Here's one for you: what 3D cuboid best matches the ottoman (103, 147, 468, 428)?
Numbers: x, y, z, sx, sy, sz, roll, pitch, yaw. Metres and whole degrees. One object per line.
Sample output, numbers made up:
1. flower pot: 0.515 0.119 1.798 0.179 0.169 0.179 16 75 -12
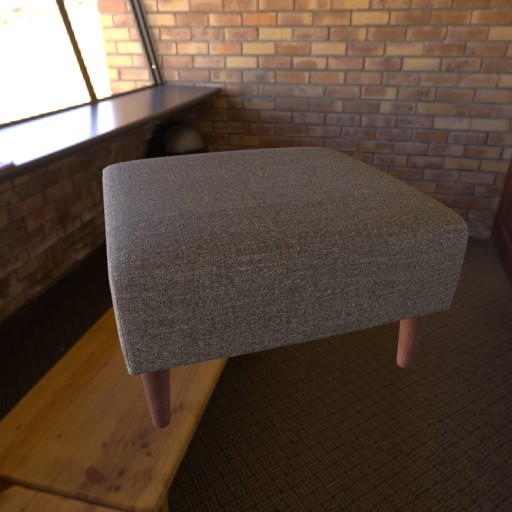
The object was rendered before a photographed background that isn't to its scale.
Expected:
1. ottoman: 0.000 0.000 1.066 0.655 0.399 0.648 -8 28 -16
